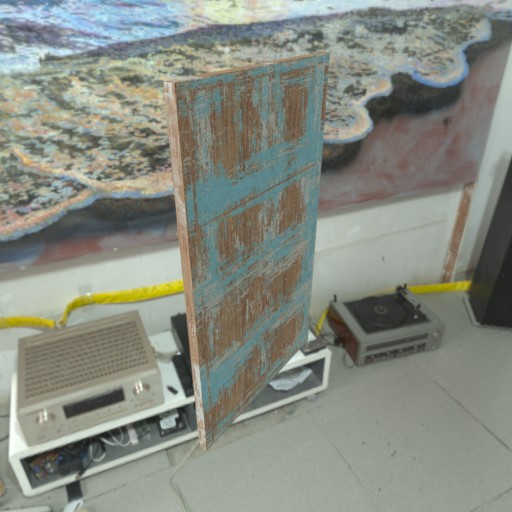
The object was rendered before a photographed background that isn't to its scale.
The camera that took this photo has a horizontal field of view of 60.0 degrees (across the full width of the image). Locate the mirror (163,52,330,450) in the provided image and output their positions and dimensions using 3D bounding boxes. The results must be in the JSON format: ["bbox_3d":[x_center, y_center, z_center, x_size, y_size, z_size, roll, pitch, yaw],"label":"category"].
[{"bbox_3d":[0.000,0.000,1.511,0.083,1.213,0.707,20,36,30],"label":"mirror"}]
